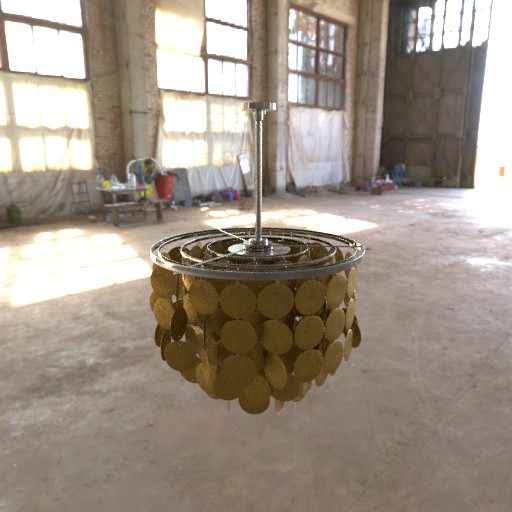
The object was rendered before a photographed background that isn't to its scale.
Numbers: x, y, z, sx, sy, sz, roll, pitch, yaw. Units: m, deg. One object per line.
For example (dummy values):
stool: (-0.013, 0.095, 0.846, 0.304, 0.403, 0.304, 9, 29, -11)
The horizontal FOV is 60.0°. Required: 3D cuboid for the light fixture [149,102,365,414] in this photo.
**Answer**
light fixture: (0.000, 0.000, 0.756, 0.368, 0.492, 0.368, 0, 13, 0)
